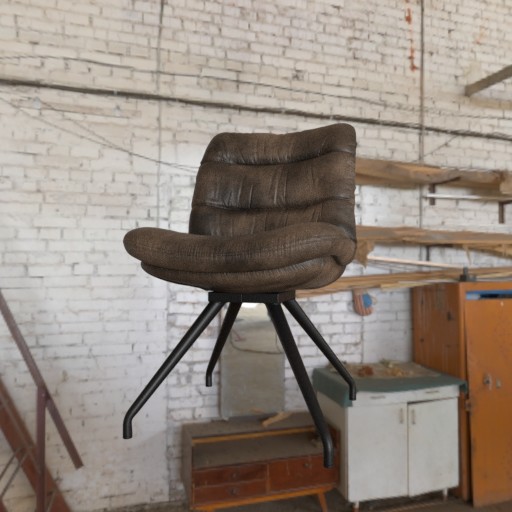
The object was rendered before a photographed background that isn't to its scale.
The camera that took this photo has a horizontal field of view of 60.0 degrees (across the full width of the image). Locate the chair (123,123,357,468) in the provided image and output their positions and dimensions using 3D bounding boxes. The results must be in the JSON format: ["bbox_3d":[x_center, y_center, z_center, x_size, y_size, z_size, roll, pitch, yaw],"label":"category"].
[{"bbox_3d":[0.000,0.000,1.227,0.549,0.870,0.622,0,-1,18],"label":"chair"}]
